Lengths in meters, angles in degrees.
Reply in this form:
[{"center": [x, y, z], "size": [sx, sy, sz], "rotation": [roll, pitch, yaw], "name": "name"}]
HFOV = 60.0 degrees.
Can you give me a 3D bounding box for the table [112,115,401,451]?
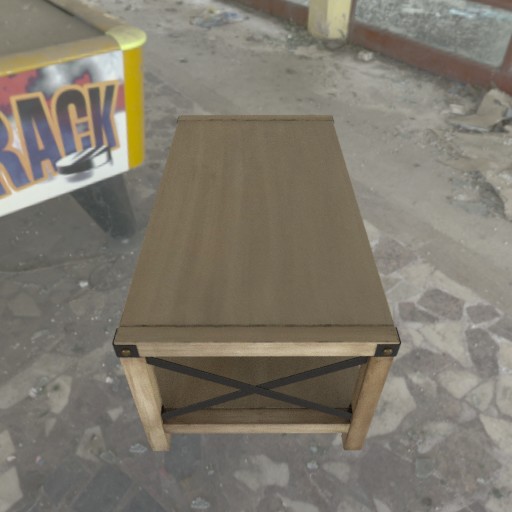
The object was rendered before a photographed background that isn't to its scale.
[{"center": [0.000, 0.000, 1.357], "size": [0.559, 0.456, 1.016], "rotation": [0, 42, 0], "name": "table"}]
